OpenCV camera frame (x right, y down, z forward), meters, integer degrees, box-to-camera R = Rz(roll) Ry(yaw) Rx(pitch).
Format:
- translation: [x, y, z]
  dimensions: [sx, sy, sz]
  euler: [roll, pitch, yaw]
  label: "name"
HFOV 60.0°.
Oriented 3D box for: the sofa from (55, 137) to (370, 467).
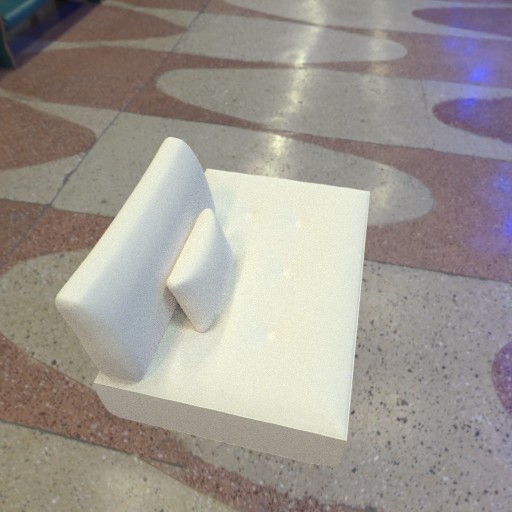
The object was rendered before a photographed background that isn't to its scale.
- translation: [0.000, 0.000, 2.054]
  dimensions: [1.000, 0.820, 1.450]
  euler: [10, 47, 9]
  label: "sofa"
